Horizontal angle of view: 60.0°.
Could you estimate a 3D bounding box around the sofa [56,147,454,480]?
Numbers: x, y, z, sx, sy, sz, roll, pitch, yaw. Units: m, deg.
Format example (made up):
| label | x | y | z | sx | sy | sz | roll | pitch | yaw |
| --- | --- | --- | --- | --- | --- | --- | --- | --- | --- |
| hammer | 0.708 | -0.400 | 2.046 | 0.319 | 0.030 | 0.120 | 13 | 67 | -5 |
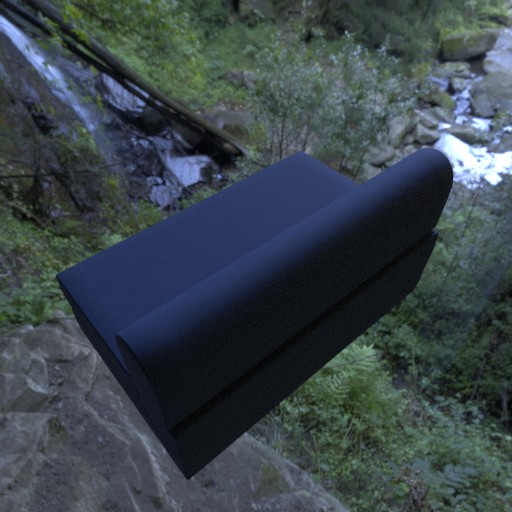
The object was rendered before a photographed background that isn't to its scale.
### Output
| label | x | y | z | sx | sy | sz | roll | pitch | yaw |
| --- | --- | --- | --- | --- | --- | --- | --- | --- | --- |
| sofa | 0.000 | 0.000 | 1.628 | 1.219 | 0.660 | 0.762 | -32 | 54 | -27 |
